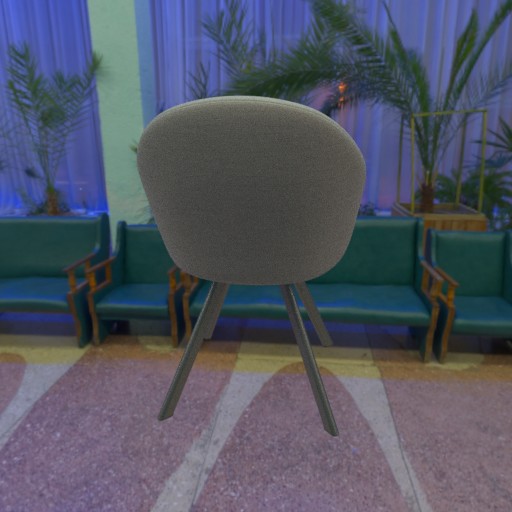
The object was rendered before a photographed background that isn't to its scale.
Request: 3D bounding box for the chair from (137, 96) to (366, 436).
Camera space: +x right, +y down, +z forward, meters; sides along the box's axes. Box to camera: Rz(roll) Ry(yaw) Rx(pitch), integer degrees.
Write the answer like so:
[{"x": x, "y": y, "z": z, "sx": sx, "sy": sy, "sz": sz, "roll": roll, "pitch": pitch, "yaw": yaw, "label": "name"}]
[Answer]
[{"x": 0.000, "y": 0.000, "z": 1.182, "sx": 0.540, "sy": 0.780, "sz": 0.570, "roll": 2, "pitch": 17, "yaw": 7, "label": "chair"}]
